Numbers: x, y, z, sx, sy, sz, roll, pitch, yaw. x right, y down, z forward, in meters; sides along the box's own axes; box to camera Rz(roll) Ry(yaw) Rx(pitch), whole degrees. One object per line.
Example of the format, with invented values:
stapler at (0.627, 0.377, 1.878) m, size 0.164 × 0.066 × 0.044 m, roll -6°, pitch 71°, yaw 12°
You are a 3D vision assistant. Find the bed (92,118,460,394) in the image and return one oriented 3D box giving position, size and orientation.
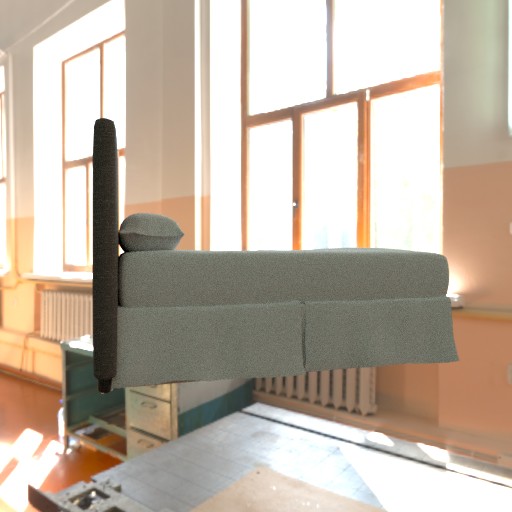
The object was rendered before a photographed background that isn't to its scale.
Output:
bed at (0.000, 0.000, 3.187) m, size 2.142 × 1.330 × 1.723 m, roll 0°, pitch 0°, yaw -17°
